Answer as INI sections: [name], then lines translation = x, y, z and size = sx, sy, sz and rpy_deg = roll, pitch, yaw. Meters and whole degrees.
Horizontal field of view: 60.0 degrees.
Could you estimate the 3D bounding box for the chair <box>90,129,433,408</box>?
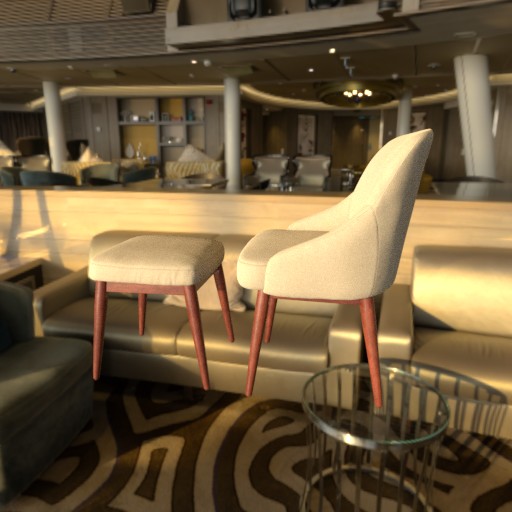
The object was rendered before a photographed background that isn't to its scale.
[chair]
translation = 0.000, 0.000, 1.586
size = 1.114, 0.866, 0.584
rpy_deg = 2, 14, 10
